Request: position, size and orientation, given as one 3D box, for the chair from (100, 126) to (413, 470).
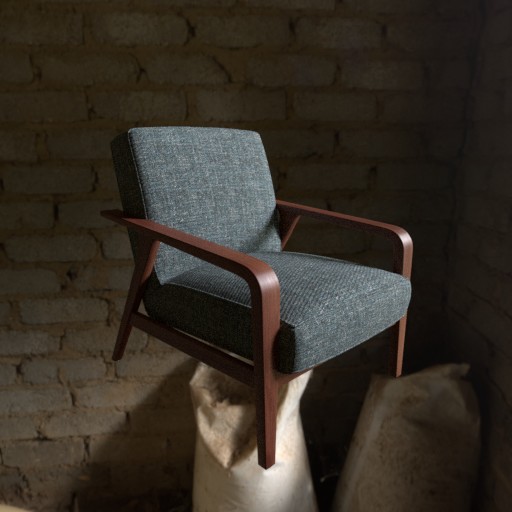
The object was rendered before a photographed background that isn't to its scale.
[{"bbox_3d":[0.000,0.000,1.519,0.719,0.864,0.889,-13,19,-43],"label":"chair"}]
